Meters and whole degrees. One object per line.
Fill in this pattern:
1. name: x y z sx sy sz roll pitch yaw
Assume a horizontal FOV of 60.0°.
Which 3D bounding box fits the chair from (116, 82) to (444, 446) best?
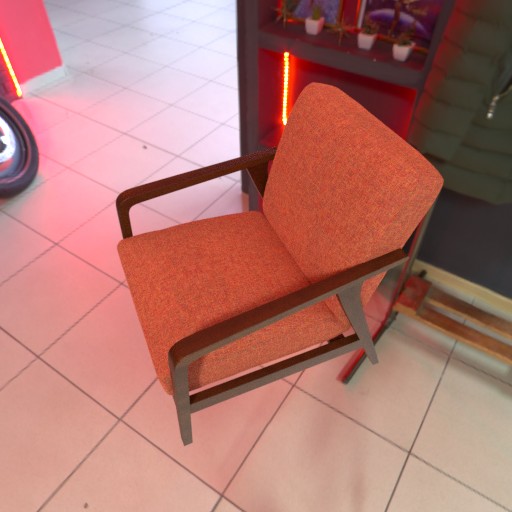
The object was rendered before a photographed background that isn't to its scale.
1. chair: 0.000 0.000 1.515 0.860 0.890 0.719 -18 49 -16
